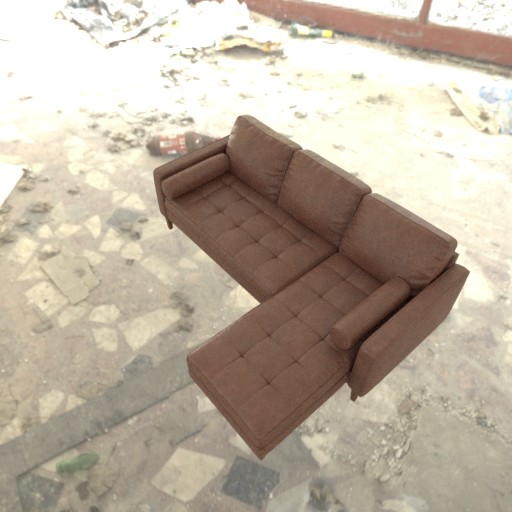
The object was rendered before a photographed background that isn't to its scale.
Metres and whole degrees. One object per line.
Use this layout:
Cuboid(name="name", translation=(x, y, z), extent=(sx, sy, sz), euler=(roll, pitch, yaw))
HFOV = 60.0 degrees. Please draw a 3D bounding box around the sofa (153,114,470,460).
Cuboid(name="sofa", translation=(0.000, 0.000, 3.009), extent=(1.613, 0.841, 2.185), euler=(-32, 55, -27))
